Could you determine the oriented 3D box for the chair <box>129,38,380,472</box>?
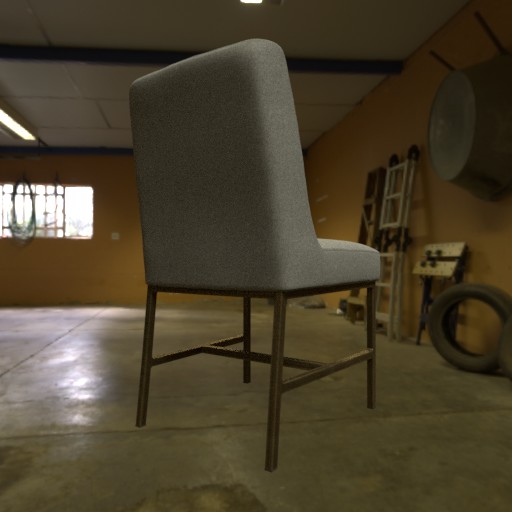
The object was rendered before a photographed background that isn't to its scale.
[{"bbox_3d":[0.000,0.000,1.228,0.508,0.889,0.587,0,-1,36],"label":"chair"}]
